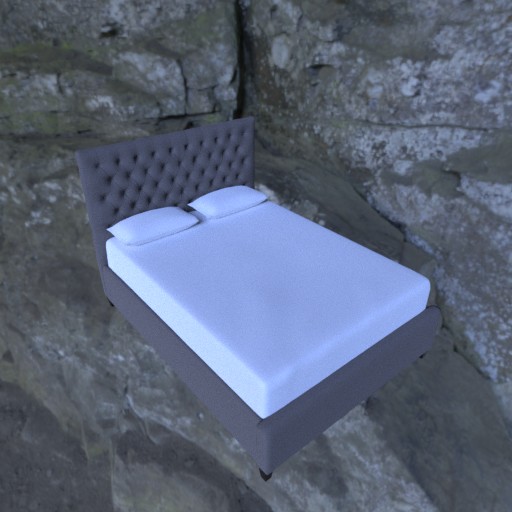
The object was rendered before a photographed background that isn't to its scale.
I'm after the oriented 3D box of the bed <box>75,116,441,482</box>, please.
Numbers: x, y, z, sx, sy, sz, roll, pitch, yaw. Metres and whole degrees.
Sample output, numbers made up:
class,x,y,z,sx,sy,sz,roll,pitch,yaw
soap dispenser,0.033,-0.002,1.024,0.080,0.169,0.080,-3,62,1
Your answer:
class,x,y,z,sx,sy,sz,roll,pitch,yaw
bed,0.000,0.000,3.356,1.696,1.426,2.233,-23,38,-33
